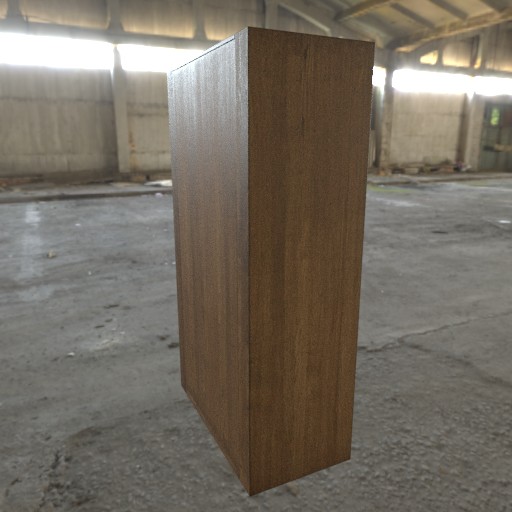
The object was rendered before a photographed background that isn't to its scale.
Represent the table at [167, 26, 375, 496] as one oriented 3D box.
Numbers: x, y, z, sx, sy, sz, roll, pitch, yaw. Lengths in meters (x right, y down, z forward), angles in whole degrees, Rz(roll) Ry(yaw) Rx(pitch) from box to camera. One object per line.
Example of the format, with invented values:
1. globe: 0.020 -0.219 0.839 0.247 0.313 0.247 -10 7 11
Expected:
1. table: 0.000 0.000 2.428 0.600 2.000 1.100 -7 15 -25
